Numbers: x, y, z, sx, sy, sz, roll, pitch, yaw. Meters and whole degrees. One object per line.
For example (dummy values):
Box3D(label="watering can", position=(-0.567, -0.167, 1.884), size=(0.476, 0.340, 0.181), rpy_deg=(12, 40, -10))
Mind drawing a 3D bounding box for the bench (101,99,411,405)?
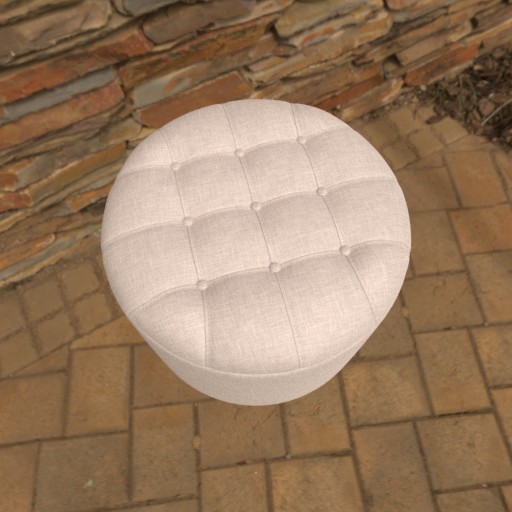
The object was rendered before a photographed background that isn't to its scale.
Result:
Box3D(label="bench", position=(0.000, 0.000, 1.003), size=(0.600, 0.453, 0.600), rpy_deg=(0, 64, 0))
